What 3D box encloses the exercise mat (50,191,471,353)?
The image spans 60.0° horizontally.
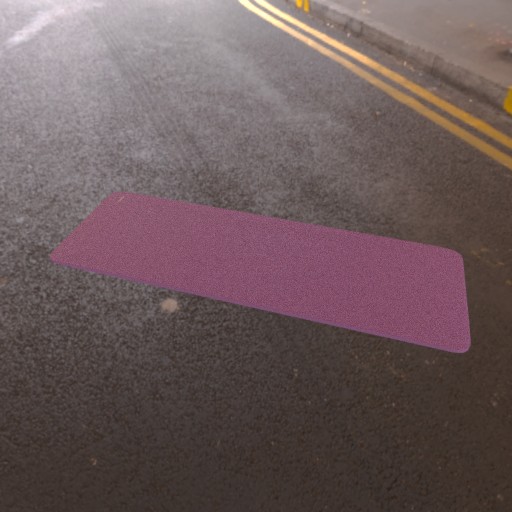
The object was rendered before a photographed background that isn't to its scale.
[{"bbox_3d":[0.000,0.000,2.083,1.869,0.021,0.616,11,42,12],"label":"exercise mat"}]
